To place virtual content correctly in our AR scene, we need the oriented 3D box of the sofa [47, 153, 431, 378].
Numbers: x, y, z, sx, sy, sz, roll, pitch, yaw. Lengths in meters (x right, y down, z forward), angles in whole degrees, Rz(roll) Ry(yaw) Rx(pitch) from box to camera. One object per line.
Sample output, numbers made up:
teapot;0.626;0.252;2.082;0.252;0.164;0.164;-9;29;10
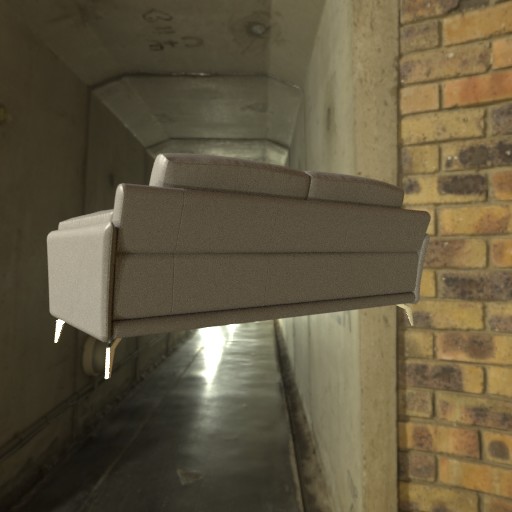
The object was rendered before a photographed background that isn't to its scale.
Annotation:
sofa;0.000;0.000;2.637;2.101;0.930;1.049;-1;1;-37
